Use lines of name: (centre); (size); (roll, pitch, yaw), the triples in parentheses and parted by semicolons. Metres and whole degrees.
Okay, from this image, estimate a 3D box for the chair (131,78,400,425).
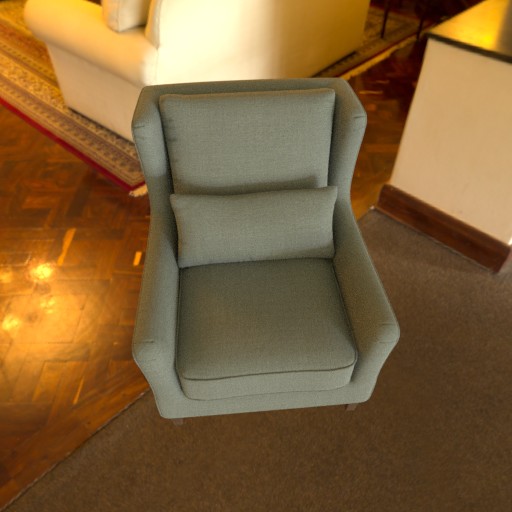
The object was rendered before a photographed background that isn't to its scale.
chair: (0.000, 0.000, 1.798); (0.866, 1.056, 1.040); (-4, 47, -3)
